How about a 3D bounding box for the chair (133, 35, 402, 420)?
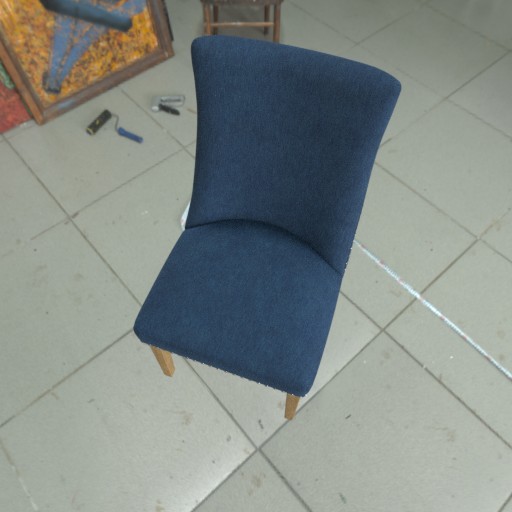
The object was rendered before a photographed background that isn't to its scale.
[{"bbox_3d":[0.000,0.000,1.221,0.495,0.902,0.610,17,60,10],"label":"chair"}]
